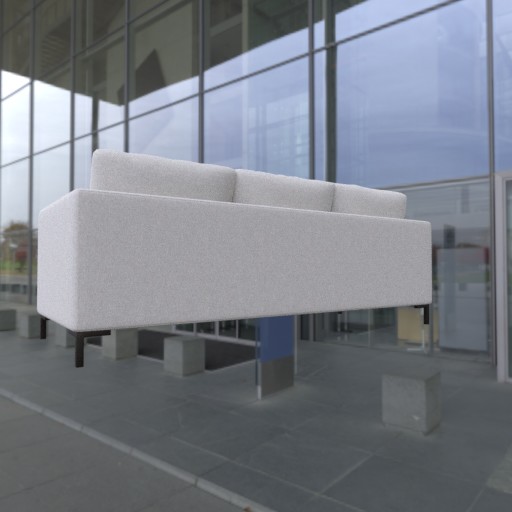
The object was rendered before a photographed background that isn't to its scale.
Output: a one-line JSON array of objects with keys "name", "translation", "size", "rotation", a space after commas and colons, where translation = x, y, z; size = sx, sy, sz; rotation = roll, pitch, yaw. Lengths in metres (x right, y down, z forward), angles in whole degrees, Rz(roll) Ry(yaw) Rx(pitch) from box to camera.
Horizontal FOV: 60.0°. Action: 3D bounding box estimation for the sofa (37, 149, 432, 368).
[{"name": "sofa", "translation": [0.000, 0.000, 2.607], "size": [2.218, 0.874, 0.859], "rotation": [1, -2, -35]}]
